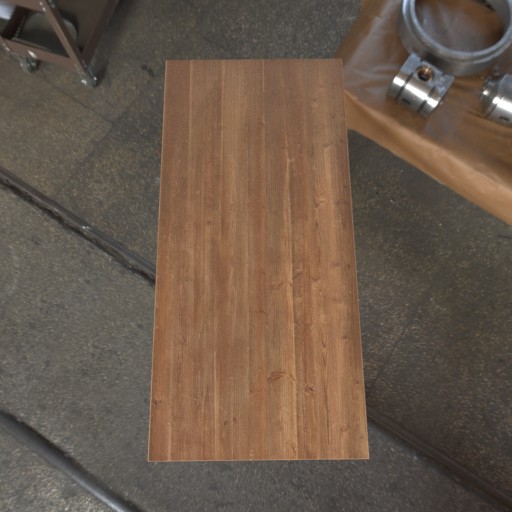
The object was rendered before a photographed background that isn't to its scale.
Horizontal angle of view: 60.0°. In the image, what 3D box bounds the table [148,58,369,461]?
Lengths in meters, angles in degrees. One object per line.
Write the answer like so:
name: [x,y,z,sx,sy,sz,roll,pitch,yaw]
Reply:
table: [0.000,0.000,2.517,0.952,0.760,2.003,-1,76,0]
